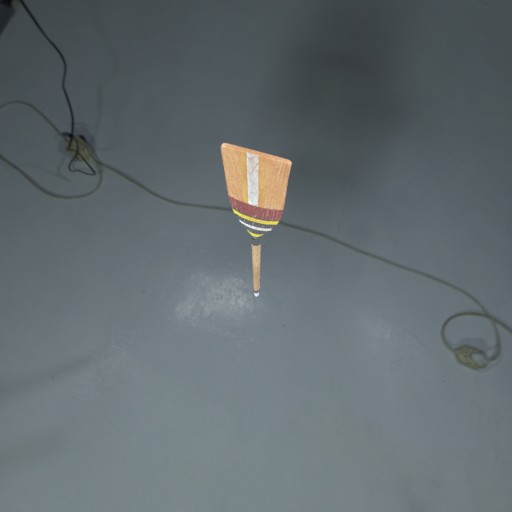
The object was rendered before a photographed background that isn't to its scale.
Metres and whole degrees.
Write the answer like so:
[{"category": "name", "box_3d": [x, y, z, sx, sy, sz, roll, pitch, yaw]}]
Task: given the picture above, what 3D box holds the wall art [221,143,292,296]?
[{"category": "wall art", "box_3d": [0.000, 0.000, 1.628, 0.146, 1.556, 0.038, 16, 75, 4]}]
